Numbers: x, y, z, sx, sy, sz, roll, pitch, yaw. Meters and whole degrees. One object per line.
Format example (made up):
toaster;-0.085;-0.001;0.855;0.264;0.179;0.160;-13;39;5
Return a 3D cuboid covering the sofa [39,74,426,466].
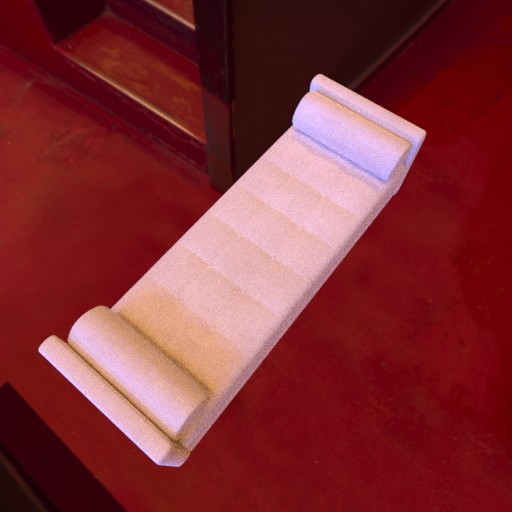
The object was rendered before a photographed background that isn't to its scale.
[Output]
sofa;0.000;0.000;2.291;0.686;0.635;1.981;36;69;16
